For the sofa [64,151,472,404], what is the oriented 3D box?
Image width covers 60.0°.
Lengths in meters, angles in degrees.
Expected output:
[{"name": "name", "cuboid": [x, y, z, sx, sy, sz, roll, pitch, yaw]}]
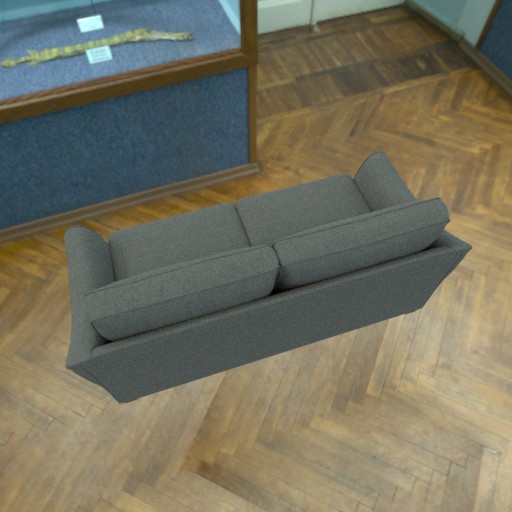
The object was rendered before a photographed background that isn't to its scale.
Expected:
[{"name": "sofa", "cuboid": [0.000, 0.000, 2.749, 2.203, 0.976, 1.013, -15, 59, -10]}]
